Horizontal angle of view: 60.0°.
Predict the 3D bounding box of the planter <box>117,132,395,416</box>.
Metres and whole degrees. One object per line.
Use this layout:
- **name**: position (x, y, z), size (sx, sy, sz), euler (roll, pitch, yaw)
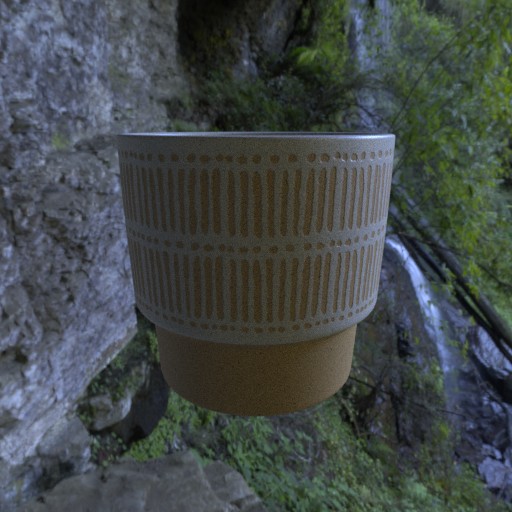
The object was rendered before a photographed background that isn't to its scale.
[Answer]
- **planter**: position (0.000, 0.000, 0.567), size (0.317, 0.303, 0.317), euler (0, 16, 0)
